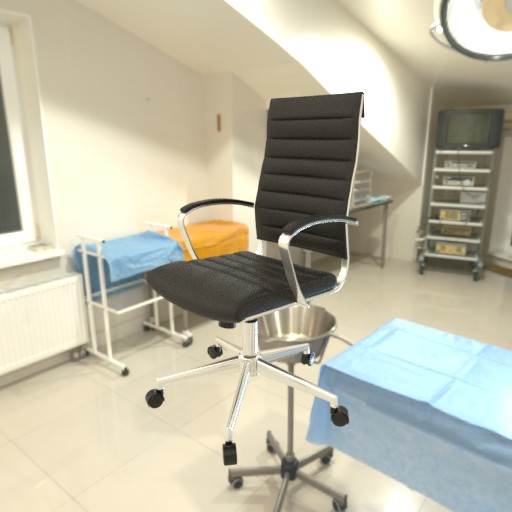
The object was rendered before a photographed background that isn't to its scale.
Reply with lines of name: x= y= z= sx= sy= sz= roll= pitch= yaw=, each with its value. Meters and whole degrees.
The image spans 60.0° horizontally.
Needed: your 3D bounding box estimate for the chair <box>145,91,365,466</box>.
chair: x=0.000 y=0.000 z=1.629 sx=0.739 sy=1.149 sz=0.766 roll=-14 pitch=21 yaw=-42
